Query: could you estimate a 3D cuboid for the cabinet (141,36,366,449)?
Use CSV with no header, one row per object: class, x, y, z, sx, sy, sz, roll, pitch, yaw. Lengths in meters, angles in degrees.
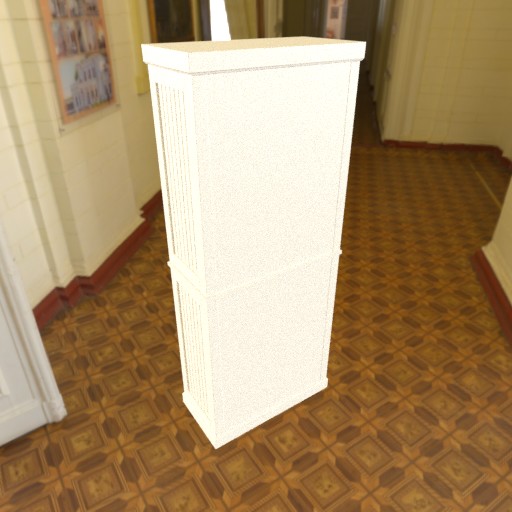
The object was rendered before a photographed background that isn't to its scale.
cabinet,0.000,0.000,2.105,0.754,1.829,0.390,-18,35,-29
